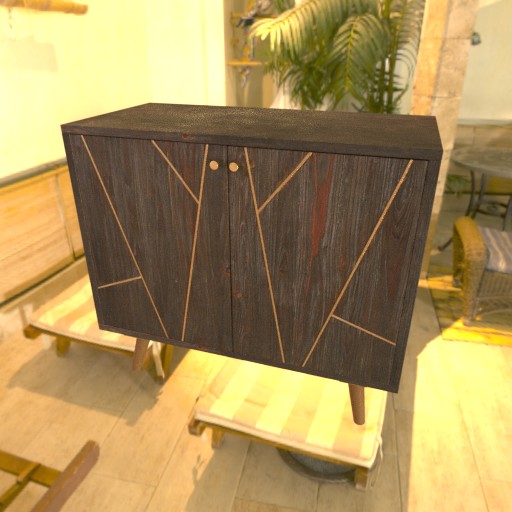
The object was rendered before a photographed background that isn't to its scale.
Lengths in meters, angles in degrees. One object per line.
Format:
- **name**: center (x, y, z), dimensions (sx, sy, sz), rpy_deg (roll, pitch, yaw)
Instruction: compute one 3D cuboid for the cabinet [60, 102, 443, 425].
- **cabinet**: center (0.000, 0.000, 1.517), dimensions (1.023, 0.897, 0.529), rpy_deg (8, 28, 16)
